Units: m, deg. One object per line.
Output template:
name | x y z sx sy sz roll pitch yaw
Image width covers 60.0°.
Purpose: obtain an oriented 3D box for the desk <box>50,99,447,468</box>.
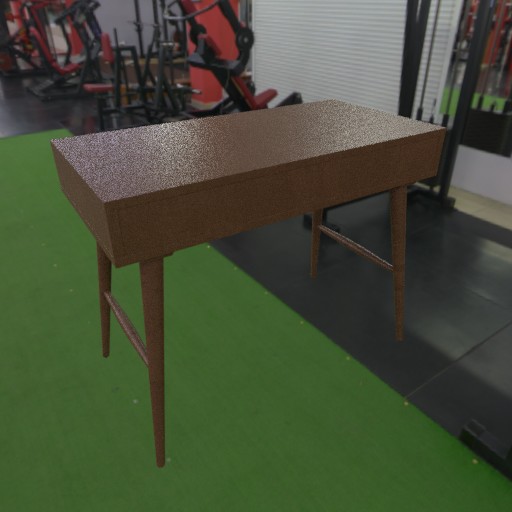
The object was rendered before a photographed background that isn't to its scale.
desk | 0.000 0.000 1.372 0.949 0.758 0.510 -18 35 -28
